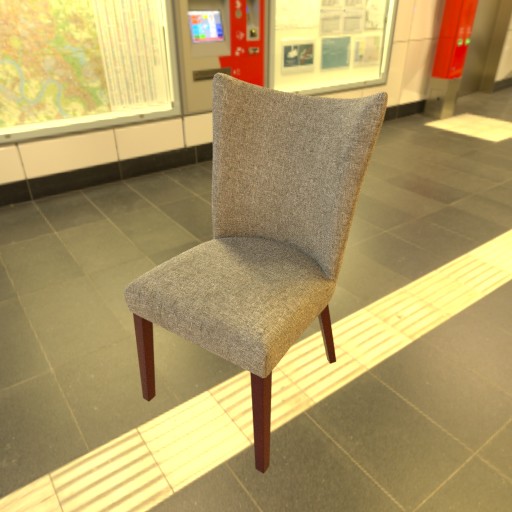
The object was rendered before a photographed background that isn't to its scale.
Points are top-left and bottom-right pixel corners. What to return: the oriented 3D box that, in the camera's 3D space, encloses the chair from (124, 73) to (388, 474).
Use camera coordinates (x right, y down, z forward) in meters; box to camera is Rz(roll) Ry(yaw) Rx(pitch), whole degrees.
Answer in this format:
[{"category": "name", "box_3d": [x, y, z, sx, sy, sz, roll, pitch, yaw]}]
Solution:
[{"category": "chair", "box_3d": [0.000, 0.000, 1.304, 0.535, 0.924, 0.623, 19, 36, 29]}]
